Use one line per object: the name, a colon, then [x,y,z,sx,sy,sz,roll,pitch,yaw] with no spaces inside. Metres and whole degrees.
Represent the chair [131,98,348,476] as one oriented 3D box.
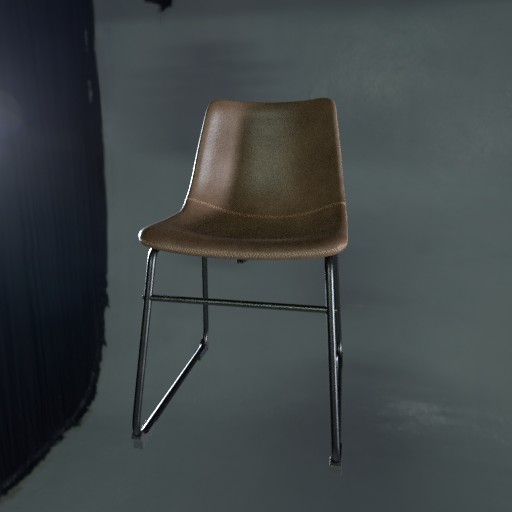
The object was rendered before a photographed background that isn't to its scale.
chair: [0.000,0.000,1.103,0.460,0.780,0.551,3,15,11]
